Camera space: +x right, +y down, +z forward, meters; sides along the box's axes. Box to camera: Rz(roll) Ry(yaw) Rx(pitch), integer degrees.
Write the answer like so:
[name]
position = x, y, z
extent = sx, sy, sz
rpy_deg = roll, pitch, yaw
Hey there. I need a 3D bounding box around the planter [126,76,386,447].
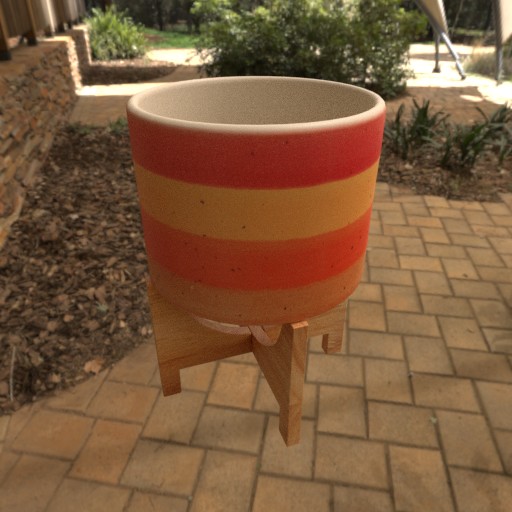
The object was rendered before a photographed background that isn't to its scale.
[planter]
position = 0.000, 0.000, 0.545
extent = 0.269, 0.379, 0.269
rpy_deg = 0, 30, 0
